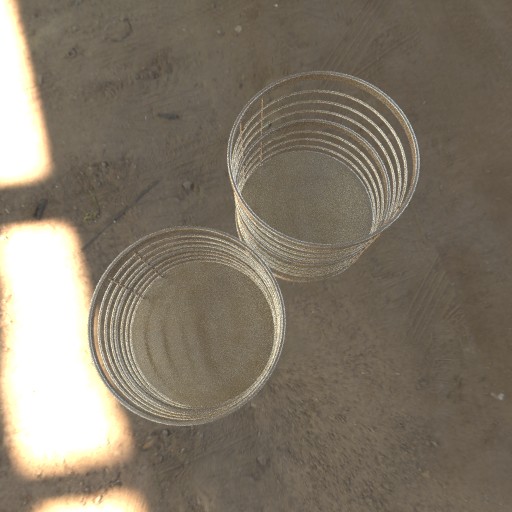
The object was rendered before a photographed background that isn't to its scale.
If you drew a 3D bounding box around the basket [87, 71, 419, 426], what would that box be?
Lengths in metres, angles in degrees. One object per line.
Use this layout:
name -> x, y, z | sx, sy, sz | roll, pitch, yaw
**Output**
basket -> 0.000, 0.000, 0.955 | 0.356, 0.351, 0.746 | 39, 79, 9
